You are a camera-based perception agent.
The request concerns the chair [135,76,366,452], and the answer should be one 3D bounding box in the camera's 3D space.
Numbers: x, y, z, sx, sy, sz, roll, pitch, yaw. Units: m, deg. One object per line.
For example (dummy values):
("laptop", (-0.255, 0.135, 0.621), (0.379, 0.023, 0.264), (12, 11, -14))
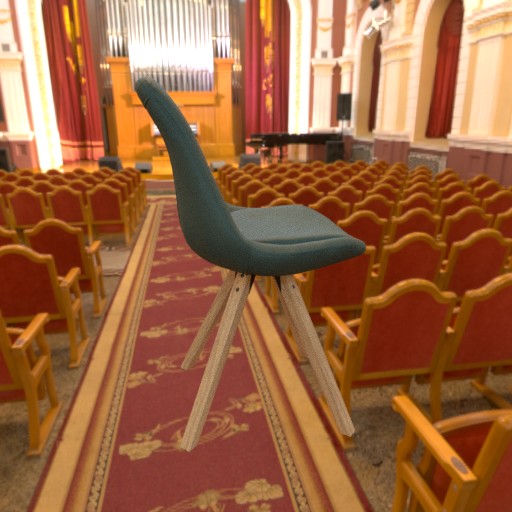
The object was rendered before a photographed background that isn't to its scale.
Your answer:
("chair", (0.000, 0.000, 1.185), (0.547, 0.865, 0.483), (-3, 17, -9))
